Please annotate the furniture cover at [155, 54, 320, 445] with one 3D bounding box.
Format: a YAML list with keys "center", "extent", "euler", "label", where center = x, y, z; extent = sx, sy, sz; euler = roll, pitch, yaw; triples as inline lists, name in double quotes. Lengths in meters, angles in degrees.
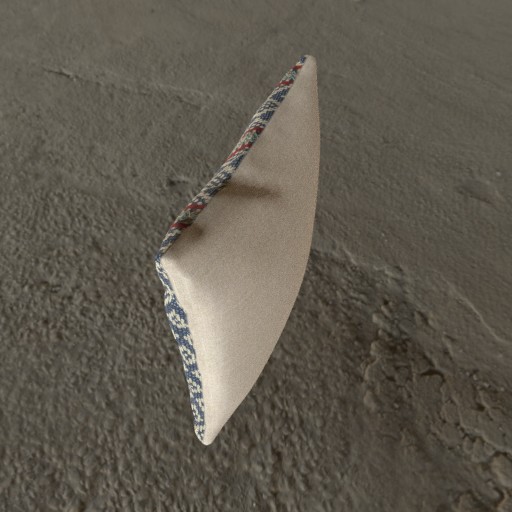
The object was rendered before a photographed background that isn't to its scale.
- center: [0.000, 0.000, 0.663]
  extent: [0.139, 0.431, 0.431]
  euler: [16, 50, 14]
  label: "furniture cover"
